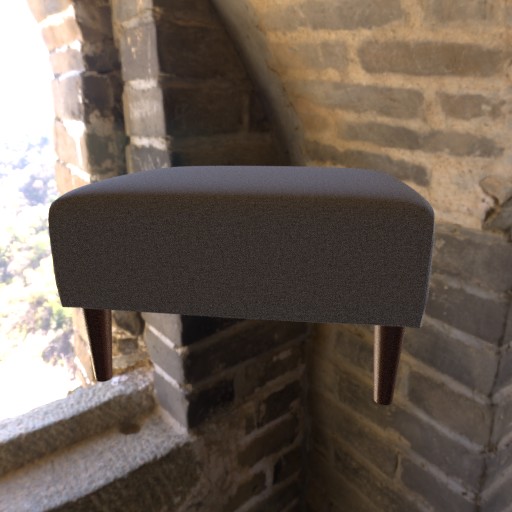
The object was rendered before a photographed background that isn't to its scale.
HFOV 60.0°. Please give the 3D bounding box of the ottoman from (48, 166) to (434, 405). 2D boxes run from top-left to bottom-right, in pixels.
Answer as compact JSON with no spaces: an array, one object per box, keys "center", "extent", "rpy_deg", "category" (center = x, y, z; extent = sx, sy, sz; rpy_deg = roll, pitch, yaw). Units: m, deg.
[{"center":[0.000,0.000,1.051],"extent":[0.655,0.399,0.648],"rpy_deg":[2,16,8],"category":"ottoman"}]
